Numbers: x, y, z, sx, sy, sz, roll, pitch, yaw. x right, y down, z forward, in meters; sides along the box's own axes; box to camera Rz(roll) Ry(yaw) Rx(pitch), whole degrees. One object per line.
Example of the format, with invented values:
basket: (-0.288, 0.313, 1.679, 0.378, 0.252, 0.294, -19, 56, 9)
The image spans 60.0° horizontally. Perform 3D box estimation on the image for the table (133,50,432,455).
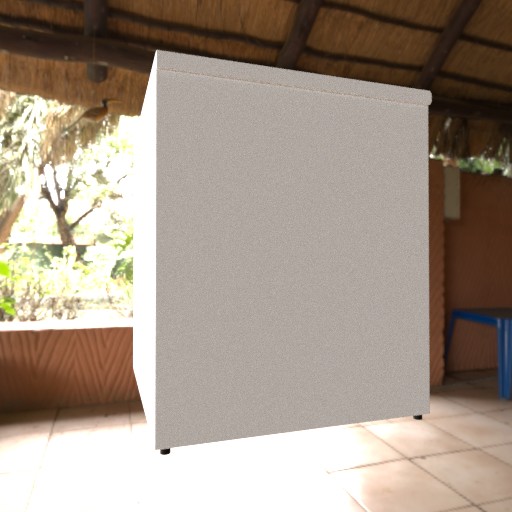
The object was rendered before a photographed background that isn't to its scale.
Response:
table: (0.000, 0.000, 0.758, 0.380, 0.460, 0.420, 0, -1, -19)
